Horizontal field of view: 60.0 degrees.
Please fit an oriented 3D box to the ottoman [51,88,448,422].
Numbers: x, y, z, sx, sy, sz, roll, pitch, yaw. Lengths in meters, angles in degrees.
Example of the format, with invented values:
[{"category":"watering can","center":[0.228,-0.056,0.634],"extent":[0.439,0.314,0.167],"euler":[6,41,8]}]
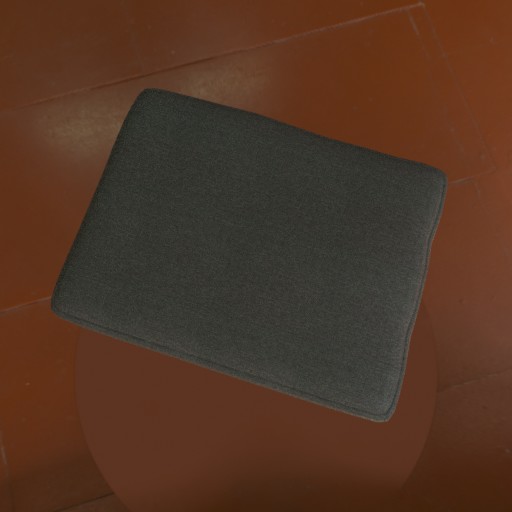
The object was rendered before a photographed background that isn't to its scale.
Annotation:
[{"category":"ottoman","center":[0.000,0.000,1.228],"extent":[0.826,0.496,0.639],"euler":[17,78,4]}]
